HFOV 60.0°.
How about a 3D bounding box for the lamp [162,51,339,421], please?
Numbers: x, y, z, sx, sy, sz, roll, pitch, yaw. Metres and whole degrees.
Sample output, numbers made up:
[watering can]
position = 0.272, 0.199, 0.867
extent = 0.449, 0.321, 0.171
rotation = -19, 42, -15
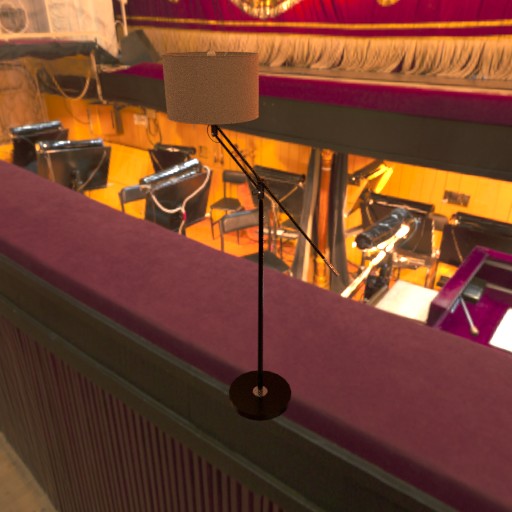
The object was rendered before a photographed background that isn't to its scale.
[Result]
[lamp]
position = 0.000, 0.000, 1.964
extent = 0.809, 1.635, 0.373
rotation = 19, 32, 32
